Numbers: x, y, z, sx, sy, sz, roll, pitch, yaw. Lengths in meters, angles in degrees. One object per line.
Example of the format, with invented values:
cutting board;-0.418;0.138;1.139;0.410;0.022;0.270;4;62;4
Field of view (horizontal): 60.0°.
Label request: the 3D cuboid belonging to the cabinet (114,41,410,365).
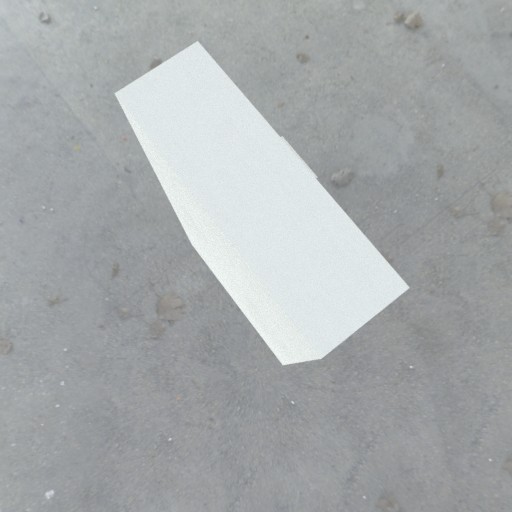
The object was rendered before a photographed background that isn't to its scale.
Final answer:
cabinet;0.000;0.000;1.586;0.250;1.280;0.750;-36;78;-9
